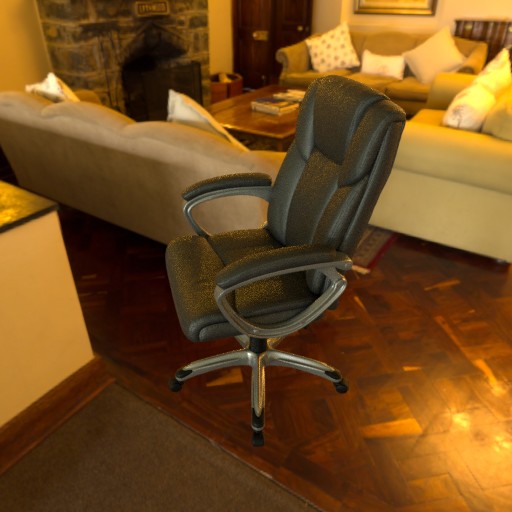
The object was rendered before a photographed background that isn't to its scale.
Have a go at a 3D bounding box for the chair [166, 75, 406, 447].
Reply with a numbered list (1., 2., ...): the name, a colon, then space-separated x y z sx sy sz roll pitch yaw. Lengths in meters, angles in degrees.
1. chair: 0.000 0.000 1.553 0.719 1.130 0.721 -8 33 -13
